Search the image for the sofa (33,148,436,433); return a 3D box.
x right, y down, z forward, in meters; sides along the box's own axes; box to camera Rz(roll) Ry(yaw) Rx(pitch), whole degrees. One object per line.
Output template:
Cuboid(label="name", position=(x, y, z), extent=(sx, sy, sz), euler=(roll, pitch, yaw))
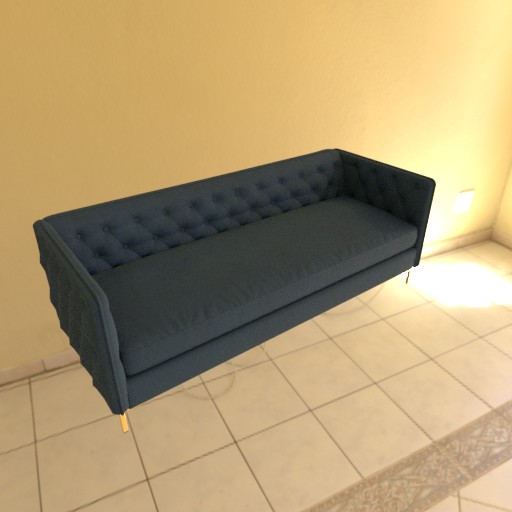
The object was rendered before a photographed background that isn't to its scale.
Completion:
Cuboid(label="sofa", position=(0.000, 0.000, 2.658), extent=(2.209, 0.771, 0.895), euler=(-20, 35, -31))
